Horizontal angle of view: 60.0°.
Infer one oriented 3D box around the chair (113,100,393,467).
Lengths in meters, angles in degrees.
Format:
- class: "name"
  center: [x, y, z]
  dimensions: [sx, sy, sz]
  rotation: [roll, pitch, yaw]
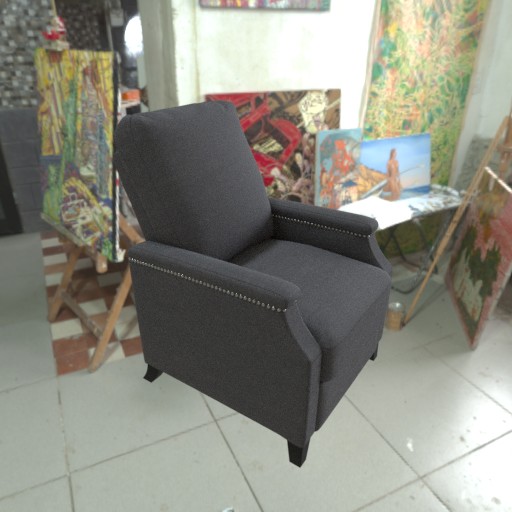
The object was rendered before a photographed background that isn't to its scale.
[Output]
- class: "chair"
  center: [0.000, 0.000, 1.691]
  dimensions: [0.922, 1.049, 0.710]
  rotation: [17, 32, 31]
